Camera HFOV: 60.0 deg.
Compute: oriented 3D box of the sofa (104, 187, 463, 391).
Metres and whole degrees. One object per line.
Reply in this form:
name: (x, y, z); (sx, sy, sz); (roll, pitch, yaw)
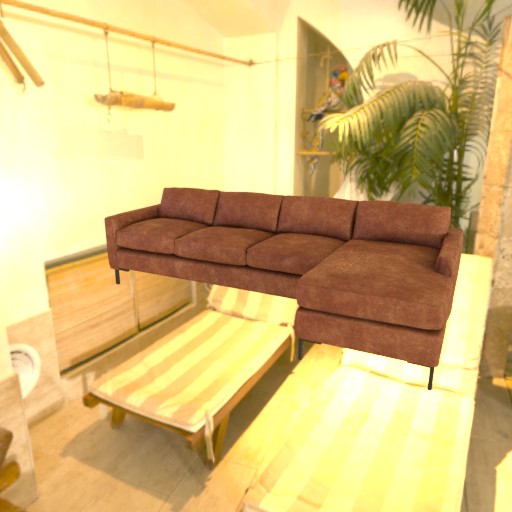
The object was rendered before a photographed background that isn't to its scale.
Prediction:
sofa: (0.000, 0.000, 3.609); (2.993, 0.859, 1.471); (8, 18, 25)
